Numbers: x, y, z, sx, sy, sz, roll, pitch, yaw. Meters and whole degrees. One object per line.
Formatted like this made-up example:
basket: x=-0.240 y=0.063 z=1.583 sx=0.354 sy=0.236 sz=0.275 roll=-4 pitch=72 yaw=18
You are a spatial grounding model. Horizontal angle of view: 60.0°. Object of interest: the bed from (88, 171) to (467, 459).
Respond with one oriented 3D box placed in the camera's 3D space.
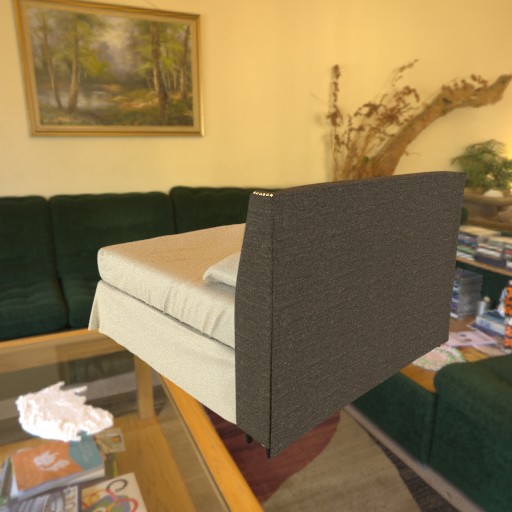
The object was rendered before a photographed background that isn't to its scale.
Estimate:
bed: x=0.000 y=0.000 z=3.394 sx=1.925 sy=1.332 sz=2.276 roll=-13 pitch=20 yaw=-41
